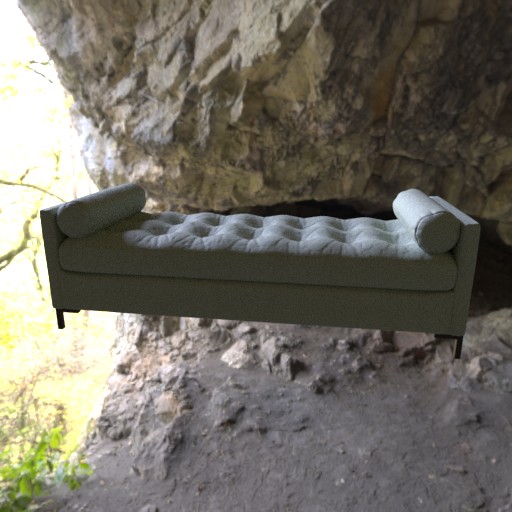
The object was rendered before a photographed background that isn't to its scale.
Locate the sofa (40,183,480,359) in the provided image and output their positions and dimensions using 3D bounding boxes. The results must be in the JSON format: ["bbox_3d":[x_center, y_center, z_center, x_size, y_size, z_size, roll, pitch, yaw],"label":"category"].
[{"bbox_3d":[0.000,0.000,2.488,2.102,0.705,0.796,3,17,9],"label":"sofa"}]
